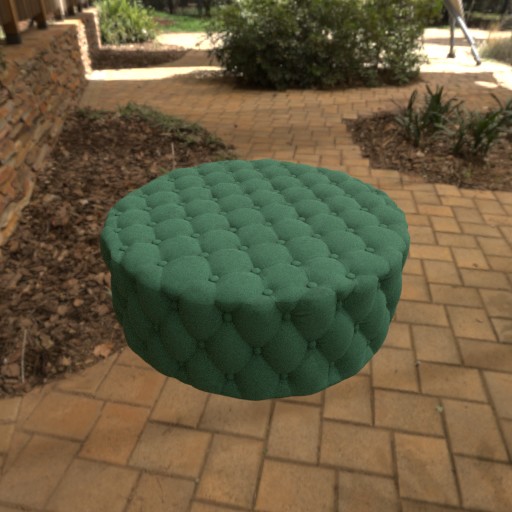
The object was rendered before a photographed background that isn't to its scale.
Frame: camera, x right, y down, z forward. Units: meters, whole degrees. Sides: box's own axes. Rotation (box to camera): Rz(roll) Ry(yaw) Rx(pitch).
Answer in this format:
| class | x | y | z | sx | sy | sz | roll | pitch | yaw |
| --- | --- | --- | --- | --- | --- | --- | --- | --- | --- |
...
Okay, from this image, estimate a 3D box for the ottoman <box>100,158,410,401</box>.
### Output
| class | x | y | z | sx | sy | sz | roll | pitch | yaw |
| --- | --- | --- | --- | --- | --- | --- | --- | --- | --- |
| ottoman | 0.000 | 0.000 | 1.546 | 0.998 | 0.399 | 0.998 | 0 | 32 | 0 |
